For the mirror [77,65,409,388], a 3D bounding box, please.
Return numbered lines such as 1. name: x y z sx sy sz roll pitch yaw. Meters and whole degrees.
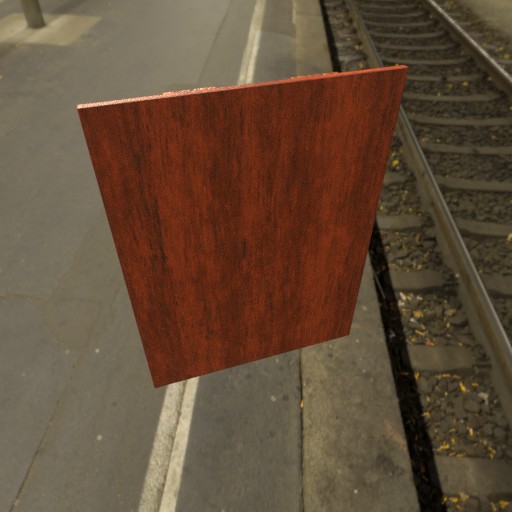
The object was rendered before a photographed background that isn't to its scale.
1. mirror: 0.000 0.000 1.042 0.600 0.805 0.021 -12 43 -13
